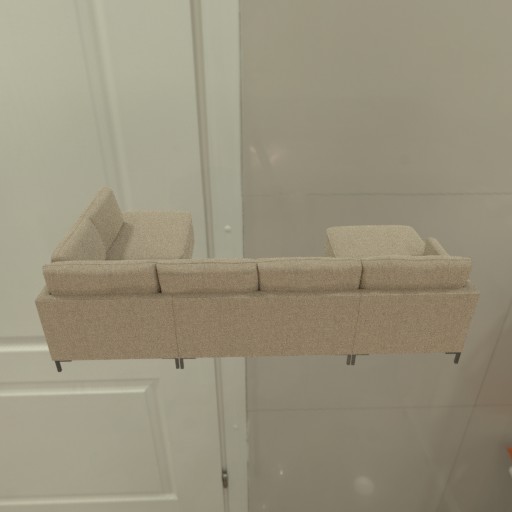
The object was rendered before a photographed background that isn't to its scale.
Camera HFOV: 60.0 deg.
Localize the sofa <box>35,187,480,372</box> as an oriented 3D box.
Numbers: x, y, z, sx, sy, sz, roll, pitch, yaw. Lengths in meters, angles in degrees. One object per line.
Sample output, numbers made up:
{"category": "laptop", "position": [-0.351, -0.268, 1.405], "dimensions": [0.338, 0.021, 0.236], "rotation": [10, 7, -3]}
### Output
{"category": "sofa", "position": [0.000, 0.000, 4.302], "dimensions": [3.423, 0.996, 2.021], "rotation": [-1, 30, -2]}
